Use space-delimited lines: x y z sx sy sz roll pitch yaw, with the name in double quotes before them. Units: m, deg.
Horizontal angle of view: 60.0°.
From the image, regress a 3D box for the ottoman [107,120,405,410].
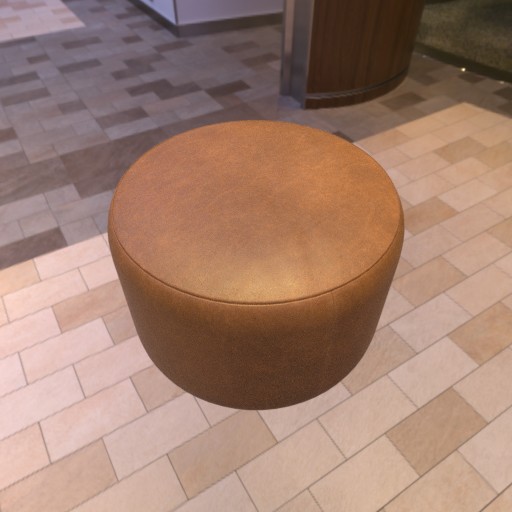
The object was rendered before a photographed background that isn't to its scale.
"ottoman" 0.000 0.000 1.027 0.607 0.438 0.607 0 46 0
